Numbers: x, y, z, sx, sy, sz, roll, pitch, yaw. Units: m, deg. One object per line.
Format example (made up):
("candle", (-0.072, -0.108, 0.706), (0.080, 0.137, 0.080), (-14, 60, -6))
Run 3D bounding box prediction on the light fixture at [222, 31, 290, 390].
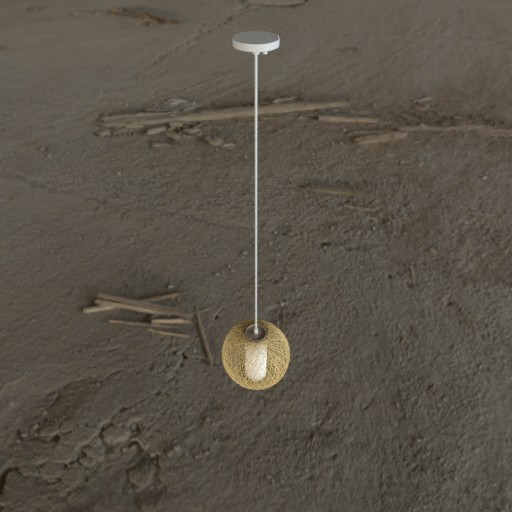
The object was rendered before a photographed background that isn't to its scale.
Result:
("light fixture", (0.000, 0.000, 2.138), (0.407, 1.955, 0.406), (12, 43, 14))
